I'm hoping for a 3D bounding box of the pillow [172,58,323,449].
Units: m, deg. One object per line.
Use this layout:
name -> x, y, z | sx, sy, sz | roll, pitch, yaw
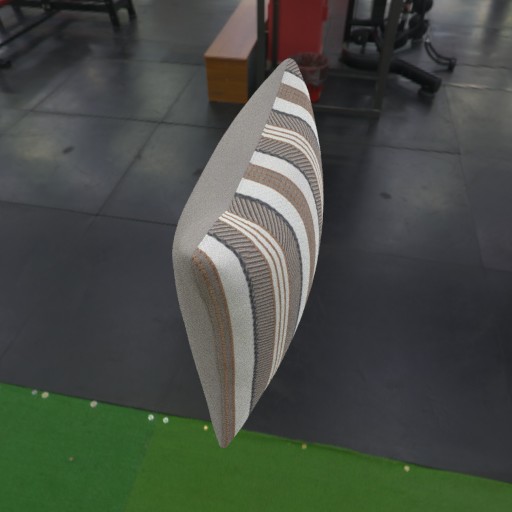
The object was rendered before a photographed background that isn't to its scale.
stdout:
pillow -> 0.000, 0.000, 0.633 | 0.173, 0.401, 0.416 | 10, 46, 10
